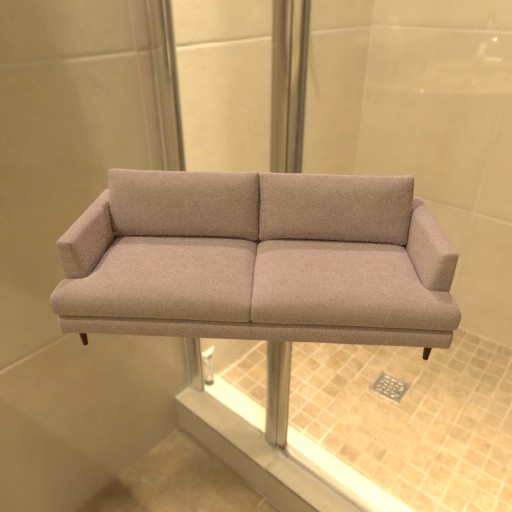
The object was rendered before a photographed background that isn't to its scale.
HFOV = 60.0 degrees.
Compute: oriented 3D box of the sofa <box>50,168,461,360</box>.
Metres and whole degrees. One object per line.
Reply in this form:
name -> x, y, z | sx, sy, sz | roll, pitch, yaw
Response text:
sofa -> 0.000, 0.000, 2.812 | 2.250, 0.868, 1.020 | 2, 31, 3
